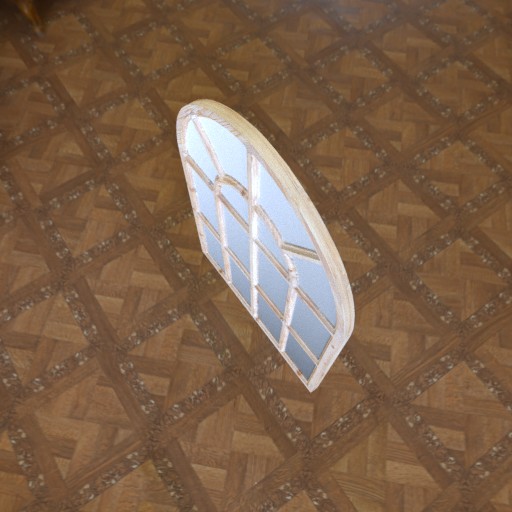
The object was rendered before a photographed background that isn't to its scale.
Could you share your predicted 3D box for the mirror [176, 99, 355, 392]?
[{"bbox_3d":[0.000,0.000,1.191,0.032,0.920,0.660,-33,68,-16],"label":"mirror"}]
